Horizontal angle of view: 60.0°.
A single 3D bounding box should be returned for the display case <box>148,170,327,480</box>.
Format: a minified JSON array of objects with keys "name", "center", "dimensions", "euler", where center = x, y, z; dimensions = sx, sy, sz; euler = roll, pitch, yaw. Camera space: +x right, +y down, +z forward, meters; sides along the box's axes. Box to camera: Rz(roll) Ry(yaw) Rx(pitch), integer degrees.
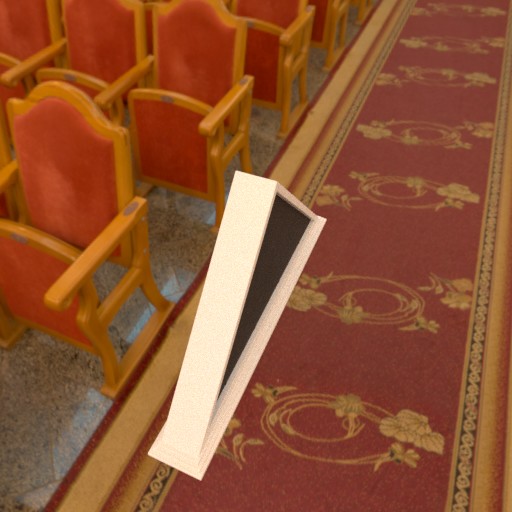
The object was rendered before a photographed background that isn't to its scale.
[{"name":"display case","center":[0.000,0.000,0.767],"dimensions":[0.095,0.340,0.640],"euler":[18,50,16]}]
